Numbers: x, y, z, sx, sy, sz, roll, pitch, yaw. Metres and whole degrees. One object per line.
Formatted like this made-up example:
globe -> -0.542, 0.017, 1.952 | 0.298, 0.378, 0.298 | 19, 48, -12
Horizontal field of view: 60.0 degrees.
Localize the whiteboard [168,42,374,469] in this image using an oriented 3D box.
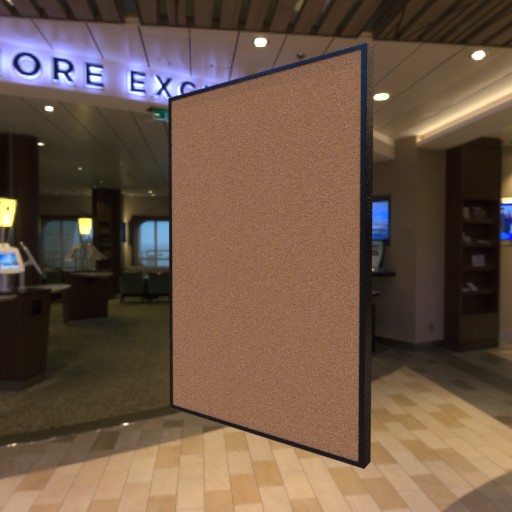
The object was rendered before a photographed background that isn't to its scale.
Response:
whiteboard -> 0.000, 0.000, 0.762 | 0.406, 0.611, 0.026 | 1, 2, 36
